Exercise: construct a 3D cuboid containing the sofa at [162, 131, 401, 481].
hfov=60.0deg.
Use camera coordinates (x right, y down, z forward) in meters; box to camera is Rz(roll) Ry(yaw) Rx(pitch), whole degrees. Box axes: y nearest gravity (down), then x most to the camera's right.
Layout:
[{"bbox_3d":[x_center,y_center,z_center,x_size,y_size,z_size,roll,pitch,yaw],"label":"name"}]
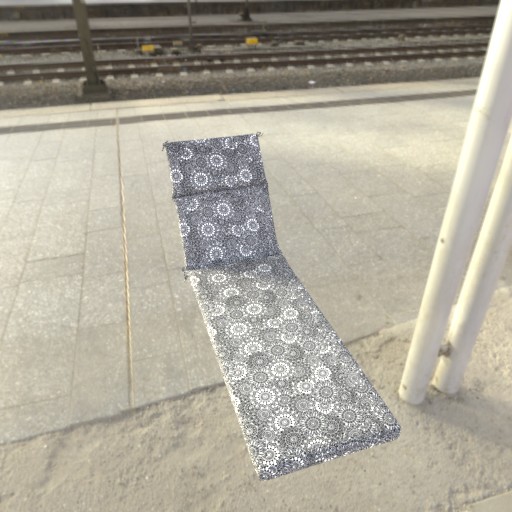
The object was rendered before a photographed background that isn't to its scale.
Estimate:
[{"bbox_3d":[0.000,0.000,1.967,0.582,0.622,1.663,-10,34,-15],"label":"sofa"}]
